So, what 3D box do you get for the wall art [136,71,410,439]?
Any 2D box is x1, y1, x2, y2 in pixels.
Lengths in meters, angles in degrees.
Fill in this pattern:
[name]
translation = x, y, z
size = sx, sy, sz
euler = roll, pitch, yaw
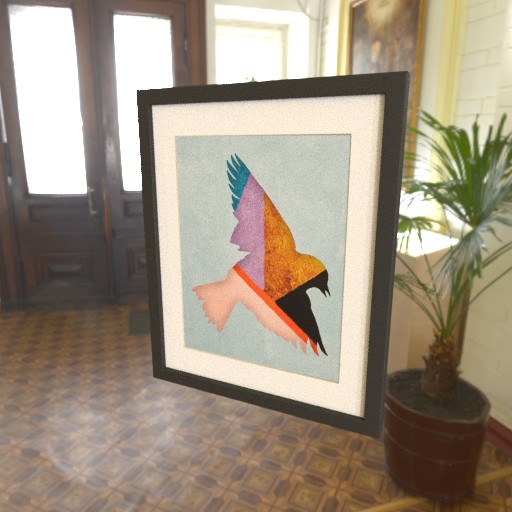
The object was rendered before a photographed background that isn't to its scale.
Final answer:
[wall art]
translation = 0.000, 0.000, 0.758
size = 0.457, 0.558, 0.028
euler = 7, 15, 25
